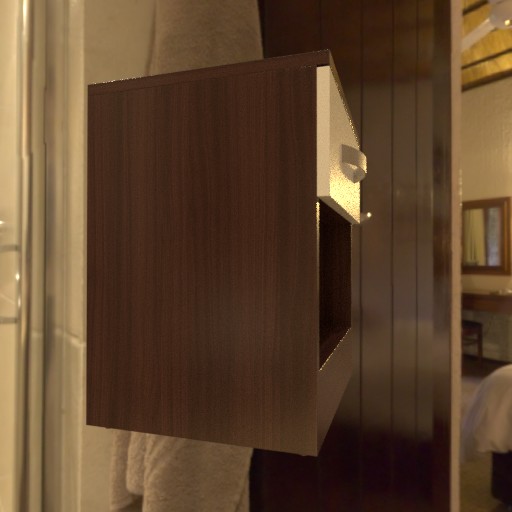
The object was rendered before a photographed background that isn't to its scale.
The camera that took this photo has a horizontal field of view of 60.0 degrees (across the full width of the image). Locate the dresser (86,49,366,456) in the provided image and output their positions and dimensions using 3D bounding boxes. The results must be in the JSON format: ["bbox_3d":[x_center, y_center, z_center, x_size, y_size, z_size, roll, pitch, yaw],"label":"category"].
[{"bbox_3d":[0.000,0.000,0.744,0.360,0.470,0.400,0,-1,18],"label":"dresser"}]
